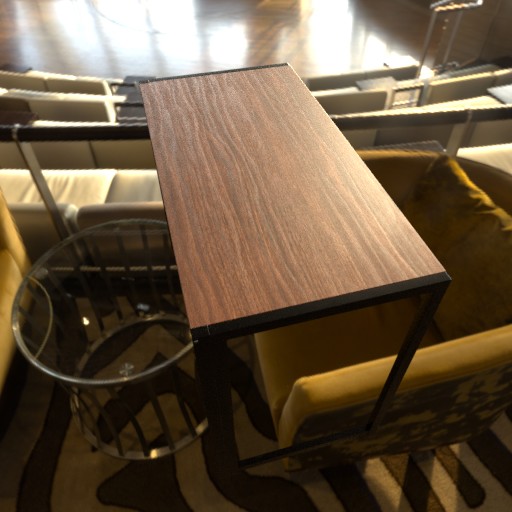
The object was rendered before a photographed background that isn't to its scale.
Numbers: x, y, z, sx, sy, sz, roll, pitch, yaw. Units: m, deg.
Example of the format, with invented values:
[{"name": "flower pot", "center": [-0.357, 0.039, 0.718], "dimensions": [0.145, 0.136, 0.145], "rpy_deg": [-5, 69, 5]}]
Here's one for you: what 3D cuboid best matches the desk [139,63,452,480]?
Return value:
[{"name": "desk", "center": [0.000, 0.000, 1.420], "dimensions": [0.508, 0.762, 1.016], "rpy_deg": [-11, 48, -10]}]
